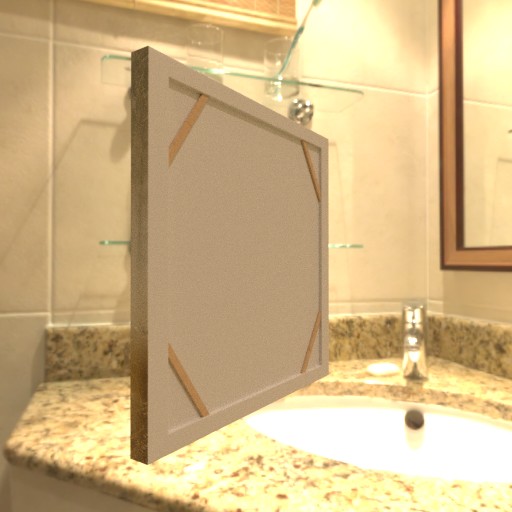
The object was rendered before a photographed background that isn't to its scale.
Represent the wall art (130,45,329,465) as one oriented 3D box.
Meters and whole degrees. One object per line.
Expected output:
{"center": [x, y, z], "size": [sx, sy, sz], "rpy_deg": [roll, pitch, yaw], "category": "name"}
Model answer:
{"center": [0.000, 0.000, 0.905], "size": [0.038, 0.610, 0.610], "rpy_deg": [0, -1, 34], "category": "wall art"}
